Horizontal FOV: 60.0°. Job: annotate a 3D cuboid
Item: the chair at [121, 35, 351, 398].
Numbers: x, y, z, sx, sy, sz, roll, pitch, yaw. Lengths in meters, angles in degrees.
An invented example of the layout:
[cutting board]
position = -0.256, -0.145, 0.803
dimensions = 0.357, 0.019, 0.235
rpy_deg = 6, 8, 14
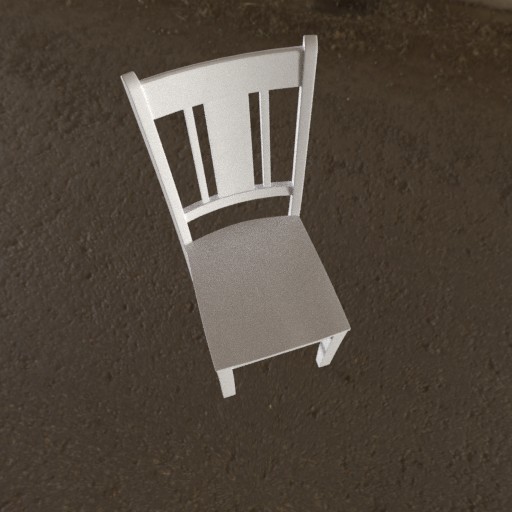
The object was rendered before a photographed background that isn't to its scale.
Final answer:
[chair]
position = 0.000, 0.000, 1.309
dimensions = 0.450, 0.998, 0.555
rpy_deg = -16, 63, -8
